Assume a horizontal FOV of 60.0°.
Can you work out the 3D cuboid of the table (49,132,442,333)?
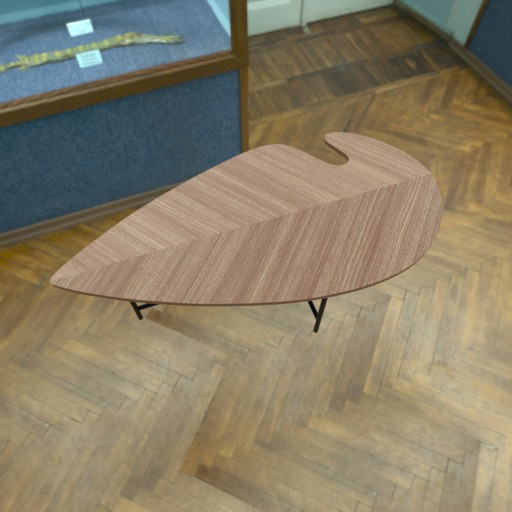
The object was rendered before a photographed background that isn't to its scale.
[{"bbox_3d":[0.000,0.000,1.472,1.199,0.360,0.598,-16,59,-10],"label":"table"}]
